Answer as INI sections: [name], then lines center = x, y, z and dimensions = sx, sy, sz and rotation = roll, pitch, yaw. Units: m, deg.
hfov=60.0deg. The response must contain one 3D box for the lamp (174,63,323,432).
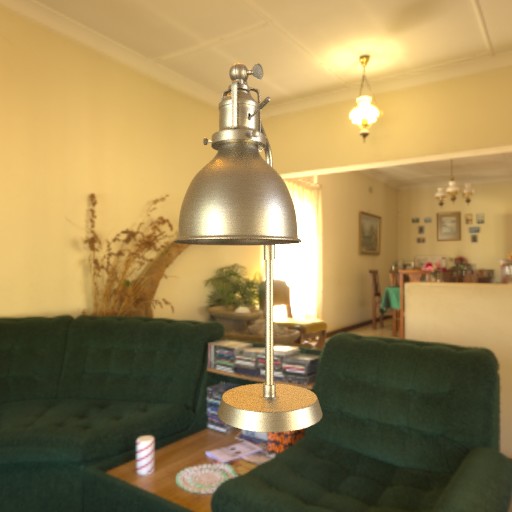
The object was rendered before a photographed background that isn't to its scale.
[lamp]
center = 0.000, 0.000, 0.589
dimensions = 0.153, 0.456, 0.286
rotation = 0, -1, 17
